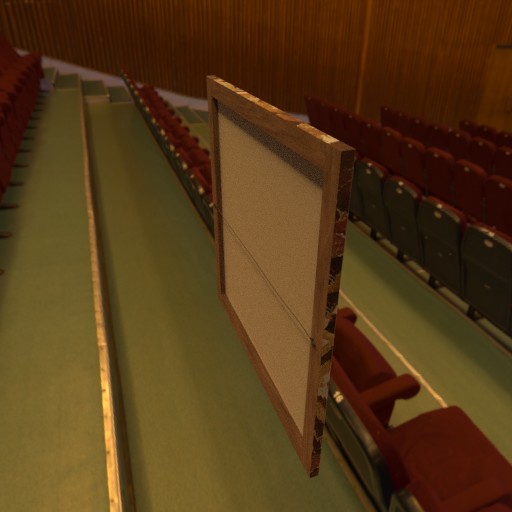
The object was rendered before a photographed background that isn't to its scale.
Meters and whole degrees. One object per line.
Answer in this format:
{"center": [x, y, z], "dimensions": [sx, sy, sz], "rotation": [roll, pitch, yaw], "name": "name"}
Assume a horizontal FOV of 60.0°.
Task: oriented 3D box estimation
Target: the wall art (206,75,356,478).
{"center": [0.000, 0.000, 1.133], "dimensions": [0.028, 0.762, 0.757], "rotation": [-10, 32, -17], "name": "wall art"}
